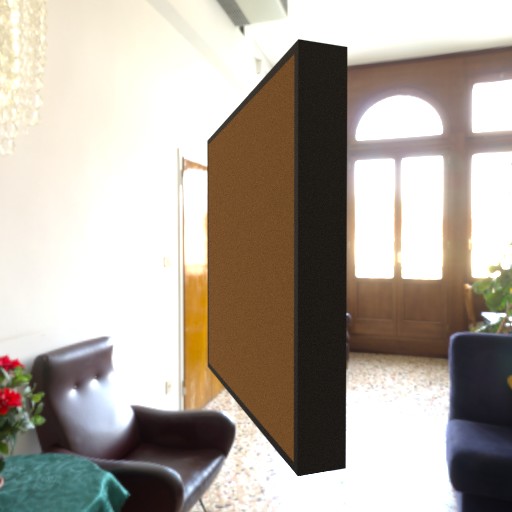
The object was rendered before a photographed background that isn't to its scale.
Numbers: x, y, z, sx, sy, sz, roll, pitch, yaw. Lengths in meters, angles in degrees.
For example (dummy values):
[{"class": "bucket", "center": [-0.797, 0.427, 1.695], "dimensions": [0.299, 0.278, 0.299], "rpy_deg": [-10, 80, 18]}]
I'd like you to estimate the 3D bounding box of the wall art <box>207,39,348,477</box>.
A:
[{"class": "wall art", "center": [0.000, 0.000, 0.458], "dimensions": [0.038, 0.304, 0.304], "rpy_deg": [0, 1, -18]}]
